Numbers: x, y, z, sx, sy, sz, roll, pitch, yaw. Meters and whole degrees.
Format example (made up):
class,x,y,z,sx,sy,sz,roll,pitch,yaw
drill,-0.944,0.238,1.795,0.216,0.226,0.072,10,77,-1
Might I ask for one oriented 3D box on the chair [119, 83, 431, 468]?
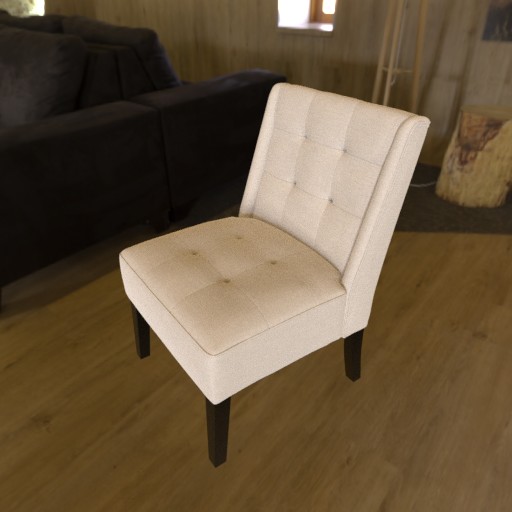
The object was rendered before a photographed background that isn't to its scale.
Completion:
class,x,y,z,sx,sy,sz,roll,pitch,yaw
chair,0.000,0.000,1.325,0.676,0.853,0.569,-20,37,-30
